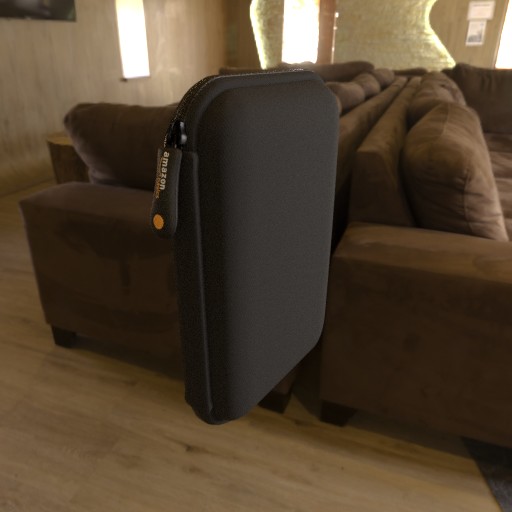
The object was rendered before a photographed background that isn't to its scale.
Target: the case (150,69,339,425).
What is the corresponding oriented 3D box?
[{"bbox_3d":[0.000,0.000,0.192,0.030,0.147,0.107,17,30,32],"label":"case"}]
